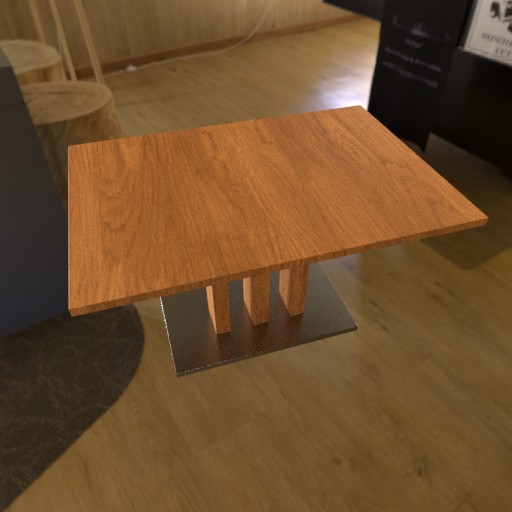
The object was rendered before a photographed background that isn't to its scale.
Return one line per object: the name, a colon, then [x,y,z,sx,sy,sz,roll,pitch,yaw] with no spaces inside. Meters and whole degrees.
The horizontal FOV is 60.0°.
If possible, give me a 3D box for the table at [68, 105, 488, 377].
table: [0.000,0.000,1.870,1.300,0.770,0.900,-12,44,-13]
